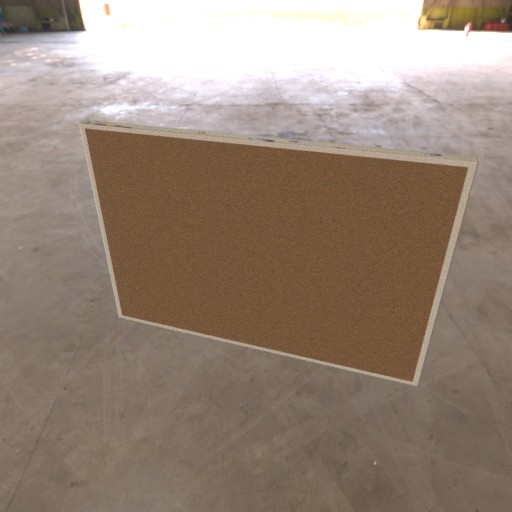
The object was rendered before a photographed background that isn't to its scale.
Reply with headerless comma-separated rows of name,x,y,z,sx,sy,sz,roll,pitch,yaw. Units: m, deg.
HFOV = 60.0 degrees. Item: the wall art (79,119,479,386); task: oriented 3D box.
wall art,0.000,0.000,1.428,1.136,0.769,0.040,10,33,16
